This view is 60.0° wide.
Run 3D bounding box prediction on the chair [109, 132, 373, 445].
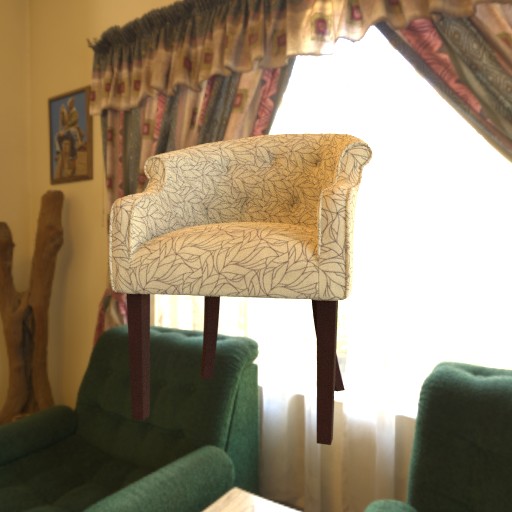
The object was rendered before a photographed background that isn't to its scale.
[{"bbox_3d":[0.000,0.000,1.336,0.686,0.858,0.613,0,1,17],"label":"chair"}]
